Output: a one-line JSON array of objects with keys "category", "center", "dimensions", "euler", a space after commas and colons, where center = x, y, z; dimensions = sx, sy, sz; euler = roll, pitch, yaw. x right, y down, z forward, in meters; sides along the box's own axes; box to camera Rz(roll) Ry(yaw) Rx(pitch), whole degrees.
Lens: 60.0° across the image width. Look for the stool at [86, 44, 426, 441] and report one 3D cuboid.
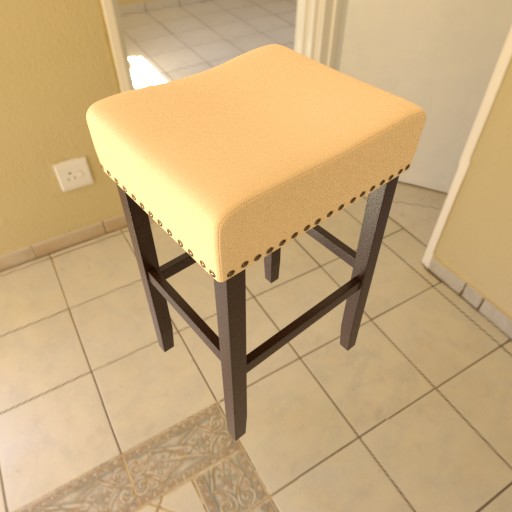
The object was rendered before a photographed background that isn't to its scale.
[{"category": "stool", "center": [0.000, 0.000, 1.041], "dimensions": [0.471, 0.762, 0.401], "euler": [-31, 53, -27]}]
